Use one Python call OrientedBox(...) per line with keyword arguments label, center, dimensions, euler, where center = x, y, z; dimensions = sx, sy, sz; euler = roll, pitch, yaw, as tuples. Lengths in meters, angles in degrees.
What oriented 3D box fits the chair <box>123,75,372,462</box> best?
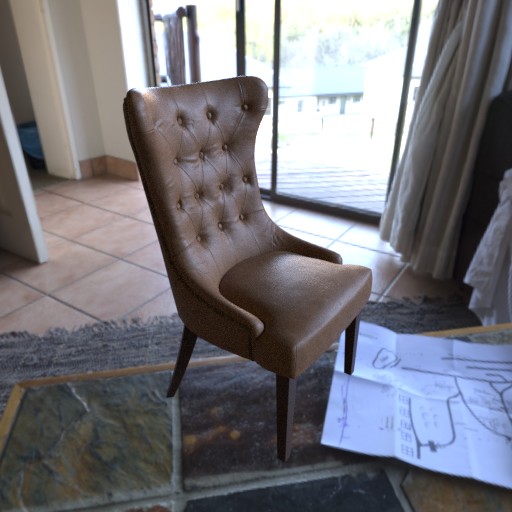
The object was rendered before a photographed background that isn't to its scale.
OrientedBox(label="chair", center=(0.000, 0.000, 1.476), dimensions=(0.669, 1.065, 0.611), euler=(18, 32, 31))
